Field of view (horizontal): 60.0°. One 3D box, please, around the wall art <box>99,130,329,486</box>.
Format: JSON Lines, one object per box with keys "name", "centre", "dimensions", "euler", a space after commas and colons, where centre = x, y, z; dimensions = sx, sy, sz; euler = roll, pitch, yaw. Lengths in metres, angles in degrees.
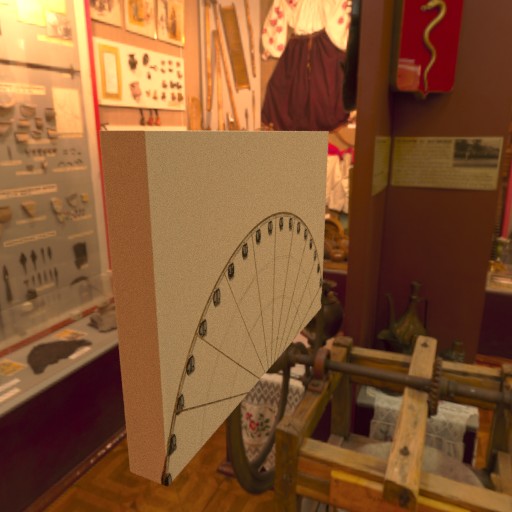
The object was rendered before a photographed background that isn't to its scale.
{"name": "wall art", "centre": [0.000, 0.000, 0.469], "dimensions": [0.039, 0.254, 0.384], "euler": [7, 17, 25]}
